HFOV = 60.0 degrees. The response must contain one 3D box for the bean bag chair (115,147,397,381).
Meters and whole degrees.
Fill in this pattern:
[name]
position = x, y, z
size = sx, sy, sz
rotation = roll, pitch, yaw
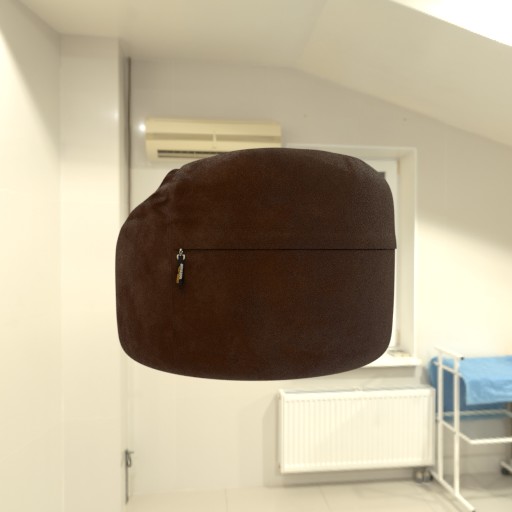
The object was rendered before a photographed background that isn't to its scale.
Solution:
[bean bag chair]
position = 0.000, 0.000, 1.509
size = 0.918, 0.616, 0.918
rotation = 0, 1, 0
